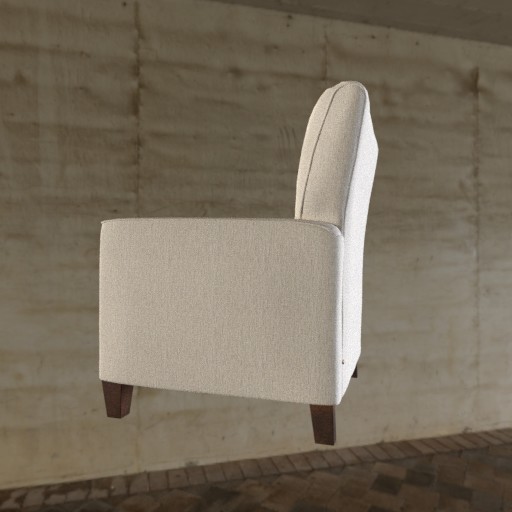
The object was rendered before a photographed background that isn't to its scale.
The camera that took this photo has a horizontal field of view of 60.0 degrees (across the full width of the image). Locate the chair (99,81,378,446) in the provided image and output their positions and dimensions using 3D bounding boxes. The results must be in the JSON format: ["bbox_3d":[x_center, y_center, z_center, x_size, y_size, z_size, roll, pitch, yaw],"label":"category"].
[{"bbox_3d":[0.000,0.000,1.654,0.858,1.028,0.841,0,0,18],"label":"chair"}]
